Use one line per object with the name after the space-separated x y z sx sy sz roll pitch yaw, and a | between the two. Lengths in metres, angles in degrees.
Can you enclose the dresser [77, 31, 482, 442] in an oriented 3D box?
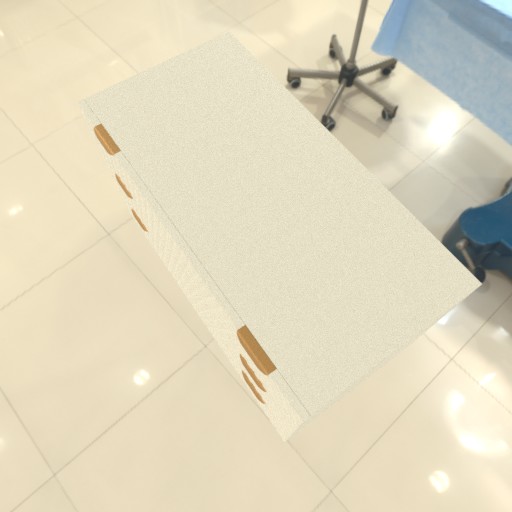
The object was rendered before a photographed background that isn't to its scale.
0.000 0.000 1.304 0.457 0.721 0.905 -32 68 -15 | dresser
